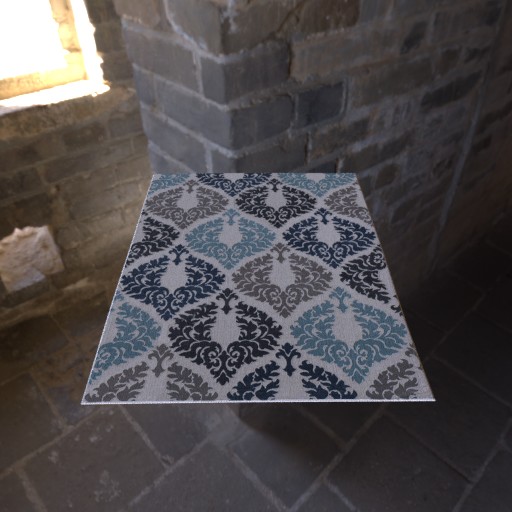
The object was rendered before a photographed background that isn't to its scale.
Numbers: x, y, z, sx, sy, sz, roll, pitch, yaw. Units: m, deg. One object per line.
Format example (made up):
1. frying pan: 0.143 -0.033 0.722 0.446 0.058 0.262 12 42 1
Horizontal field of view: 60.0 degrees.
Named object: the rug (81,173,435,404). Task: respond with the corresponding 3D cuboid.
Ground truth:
1. rug: 0.000 0.000 4.160 2.423 0.014 3.040 0 41 0
